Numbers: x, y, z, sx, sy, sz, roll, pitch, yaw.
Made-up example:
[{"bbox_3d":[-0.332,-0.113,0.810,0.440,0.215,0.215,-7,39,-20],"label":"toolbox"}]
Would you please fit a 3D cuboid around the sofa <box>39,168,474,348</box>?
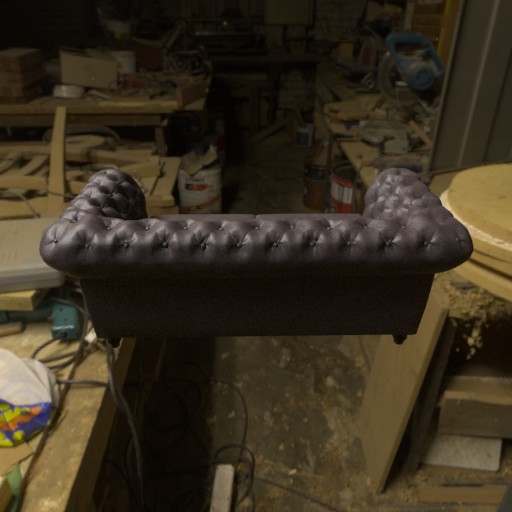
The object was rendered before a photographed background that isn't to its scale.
[{"bbox_3d":[0.000,0.000,2.519,2.048,0.779,0.944,-1,30,-1],"label":"sofa"}]
